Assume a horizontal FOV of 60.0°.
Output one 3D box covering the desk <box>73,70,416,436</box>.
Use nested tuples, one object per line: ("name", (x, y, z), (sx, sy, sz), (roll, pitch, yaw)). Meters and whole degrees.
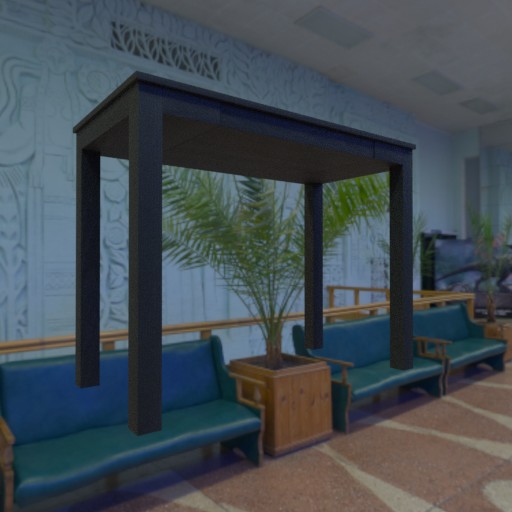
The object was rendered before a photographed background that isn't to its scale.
("desk", (0.000, 0.000, 1.413), (0.991, 0.762, 0.499), (0, -1, -37))
